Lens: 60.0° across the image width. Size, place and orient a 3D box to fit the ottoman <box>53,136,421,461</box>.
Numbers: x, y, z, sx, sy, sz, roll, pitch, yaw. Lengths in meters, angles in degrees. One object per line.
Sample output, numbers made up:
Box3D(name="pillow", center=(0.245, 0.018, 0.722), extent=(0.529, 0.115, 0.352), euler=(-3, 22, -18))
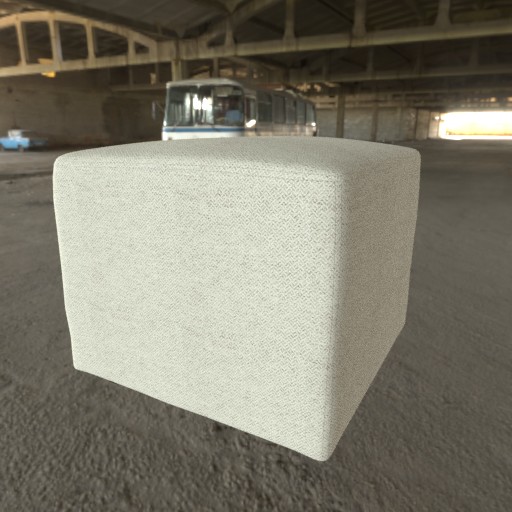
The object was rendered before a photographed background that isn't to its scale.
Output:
Box3D(name="ottoman", center=(0.000, 0.000, 0.871), extent=(0.512, 0.453, 0.521), euler=(9, 19, 28))
